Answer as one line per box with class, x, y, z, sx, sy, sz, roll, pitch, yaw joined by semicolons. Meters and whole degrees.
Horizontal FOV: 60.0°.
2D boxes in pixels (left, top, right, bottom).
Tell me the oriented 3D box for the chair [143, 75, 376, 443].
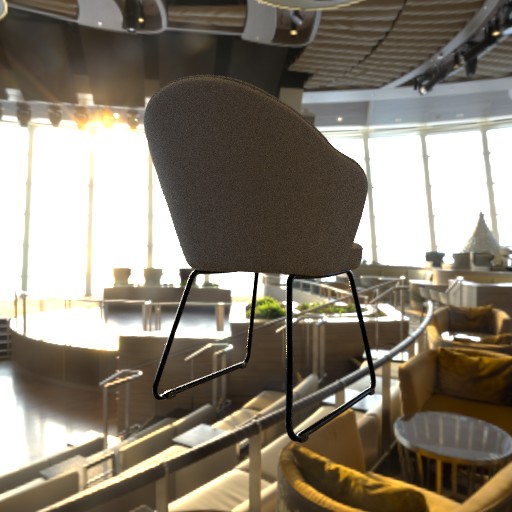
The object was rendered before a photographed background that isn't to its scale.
chair;0.000;0.000;1.247;0.570;0.817;0.592;1;1;35
